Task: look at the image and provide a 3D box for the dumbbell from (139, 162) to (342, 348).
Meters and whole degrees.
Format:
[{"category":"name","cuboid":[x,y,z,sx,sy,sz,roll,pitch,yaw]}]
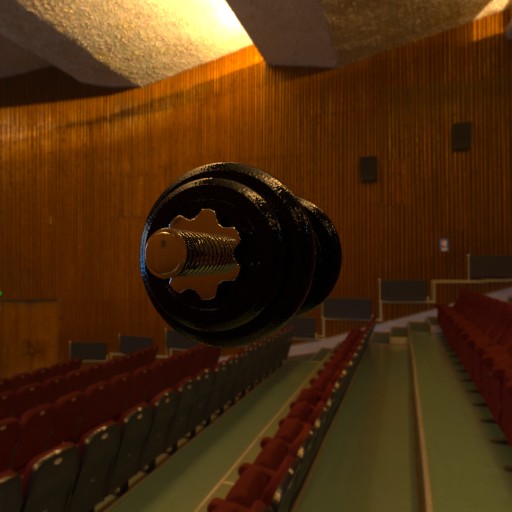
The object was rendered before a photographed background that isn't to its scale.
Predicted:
[{"category":"dumbbell","cuboid":[0.000,0.000,0.596,0.202,0.202,0.497,0,-1,18]}]
